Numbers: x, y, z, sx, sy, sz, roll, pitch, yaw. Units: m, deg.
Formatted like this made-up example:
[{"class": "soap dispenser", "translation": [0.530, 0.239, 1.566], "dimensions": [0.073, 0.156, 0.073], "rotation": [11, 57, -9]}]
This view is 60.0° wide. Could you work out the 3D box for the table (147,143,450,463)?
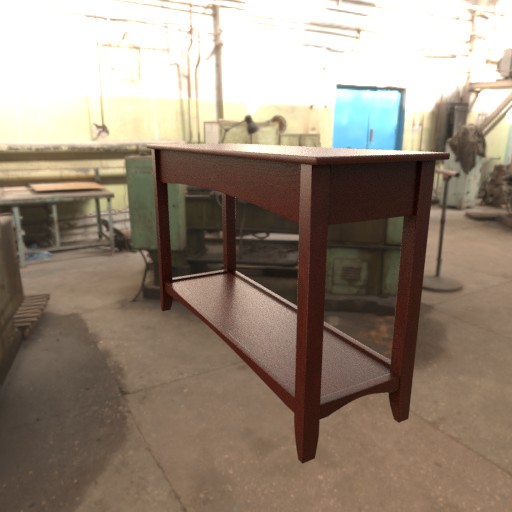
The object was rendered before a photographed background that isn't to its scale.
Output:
[{"class": "table", "translation": [0.000, 0.000, 1.552], "dimensions": [0.392, 0.739, 1.188], "rotation": [-8, 18, -28]}]
